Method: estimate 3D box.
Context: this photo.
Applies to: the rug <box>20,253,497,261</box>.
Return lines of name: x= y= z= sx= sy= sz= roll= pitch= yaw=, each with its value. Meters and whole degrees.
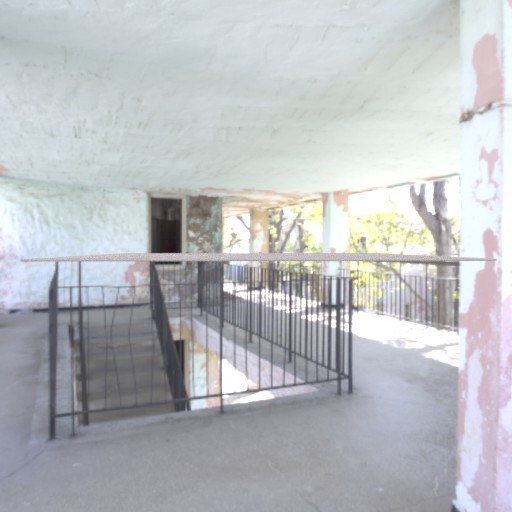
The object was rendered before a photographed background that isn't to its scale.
rug: x=0.000 y=0.000 z=4.041 sx=3.050 sy=0.015 sz=2.441 roll=0 pitch=1 yaw=-2
